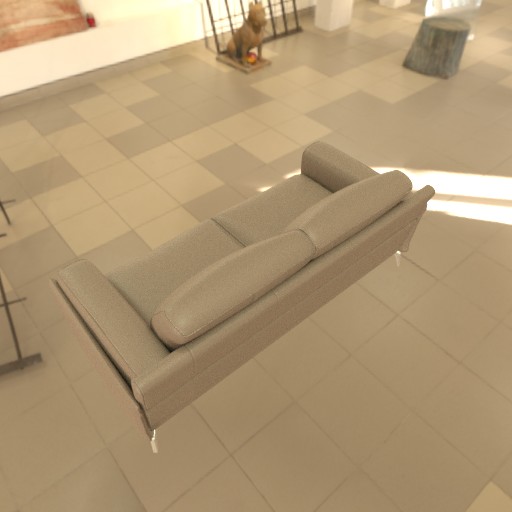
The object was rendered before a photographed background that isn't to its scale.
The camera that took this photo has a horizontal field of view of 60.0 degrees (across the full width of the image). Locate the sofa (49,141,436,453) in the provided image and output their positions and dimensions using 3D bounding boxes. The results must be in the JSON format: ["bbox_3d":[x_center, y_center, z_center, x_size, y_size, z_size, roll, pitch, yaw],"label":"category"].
[{"bbox_3d":[0.000,0.000,2.611,2.101,0.930,1.049,-31,53,-27],"label":"sofa"}]
